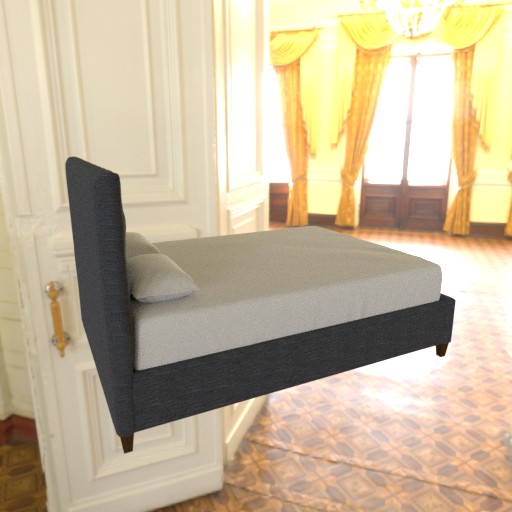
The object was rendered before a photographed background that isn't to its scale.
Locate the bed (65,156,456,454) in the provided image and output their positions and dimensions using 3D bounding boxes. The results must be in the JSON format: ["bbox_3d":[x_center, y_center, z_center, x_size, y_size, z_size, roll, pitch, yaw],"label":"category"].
[{"bbox_3d":[0.000,0.000,3.298,2.387,1.427,1.698,-7,17,-26],"label":"bed"}]
